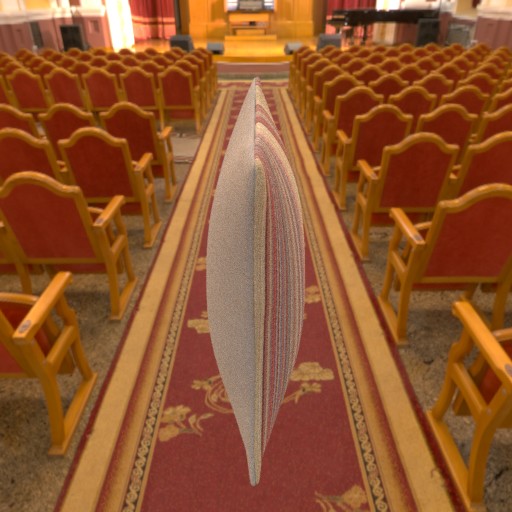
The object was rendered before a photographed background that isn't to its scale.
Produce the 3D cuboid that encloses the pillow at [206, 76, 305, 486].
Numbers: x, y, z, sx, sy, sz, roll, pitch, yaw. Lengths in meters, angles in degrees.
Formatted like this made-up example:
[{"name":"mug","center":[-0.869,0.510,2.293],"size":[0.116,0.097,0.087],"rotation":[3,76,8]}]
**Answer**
[{"name":"pillow","center":[0.000,0.000,0.632],"size":[0.136,0.419,0.437],"rotation":[0,31,0]}]
